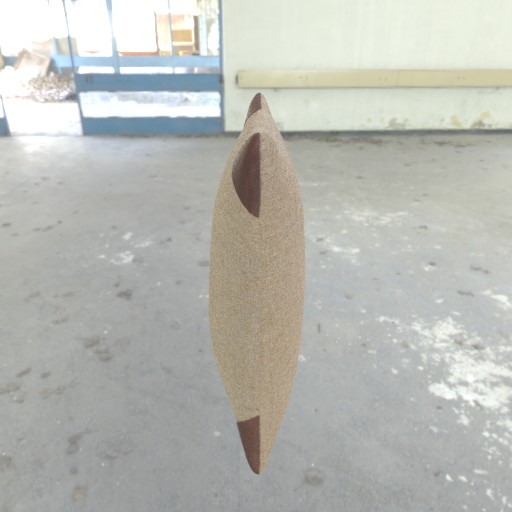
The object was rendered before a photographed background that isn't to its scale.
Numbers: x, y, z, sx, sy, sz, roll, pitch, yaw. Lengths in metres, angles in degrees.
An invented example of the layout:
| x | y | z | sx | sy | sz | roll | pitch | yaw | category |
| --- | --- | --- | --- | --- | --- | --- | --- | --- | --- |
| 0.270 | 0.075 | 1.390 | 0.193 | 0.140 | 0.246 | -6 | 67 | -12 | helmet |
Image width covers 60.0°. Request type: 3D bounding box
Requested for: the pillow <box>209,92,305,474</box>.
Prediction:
| x | y | z | sx | sy | sz | roll | pitch | yaw | category |
| --- | --- | --- | --- | --- | --- | --- | --- | --- | --- |
| 0.000 | 0.000 | 0.695 | 0.147 | 0.448 | 0.437 | 0 | 25 | -1 | pillow |
